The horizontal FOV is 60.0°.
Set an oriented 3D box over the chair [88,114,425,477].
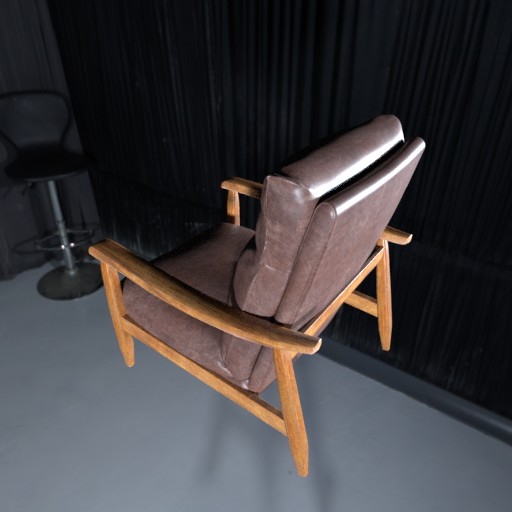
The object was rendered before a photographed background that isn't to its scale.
[{"bbox_3d":[0.000,0.000,1.488,0.830,0.897,0.782,20,37,30],"label":"chair"}]
